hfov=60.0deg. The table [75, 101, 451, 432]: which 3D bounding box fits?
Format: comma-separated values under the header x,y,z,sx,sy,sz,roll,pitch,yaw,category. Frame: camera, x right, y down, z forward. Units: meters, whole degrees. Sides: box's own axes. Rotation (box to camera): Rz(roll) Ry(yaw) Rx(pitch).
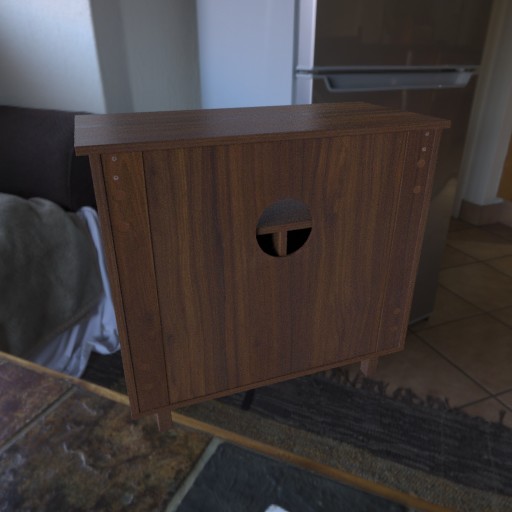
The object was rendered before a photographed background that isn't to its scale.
x,y,z,sx,sy,sz,roll,pitch,yaw,category
0.000,0.000,1.203,0.802,0.725,0.390,-9,27,-18,table
